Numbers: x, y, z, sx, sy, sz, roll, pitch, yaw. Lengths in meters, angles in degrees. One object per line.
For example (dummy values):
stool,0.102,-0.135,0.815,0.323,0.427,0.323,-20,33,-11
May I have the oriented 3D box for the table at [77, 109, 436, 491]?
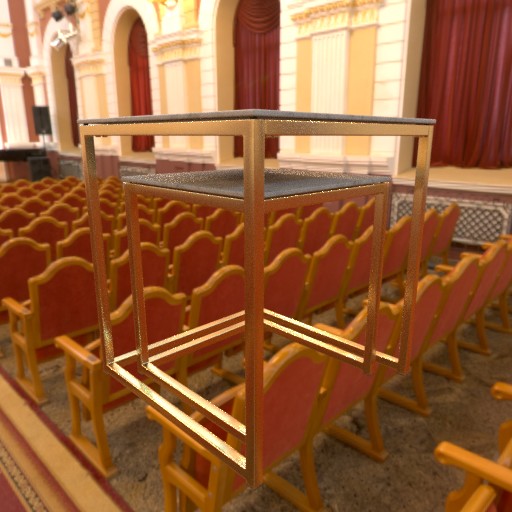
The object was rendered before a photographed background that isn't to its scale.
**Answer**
table,0.000,0.000,0.849,0.450,0.500,0.450,-14,21,-43
